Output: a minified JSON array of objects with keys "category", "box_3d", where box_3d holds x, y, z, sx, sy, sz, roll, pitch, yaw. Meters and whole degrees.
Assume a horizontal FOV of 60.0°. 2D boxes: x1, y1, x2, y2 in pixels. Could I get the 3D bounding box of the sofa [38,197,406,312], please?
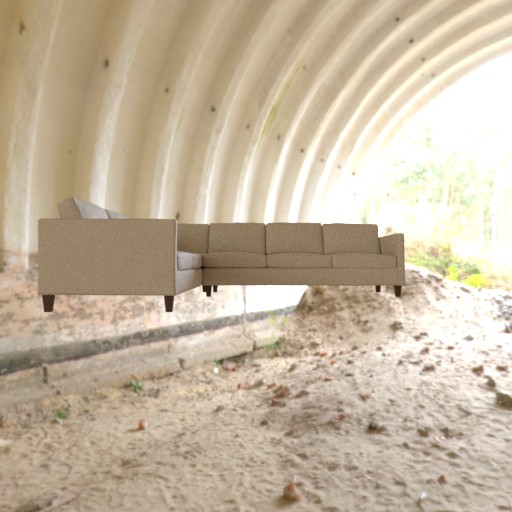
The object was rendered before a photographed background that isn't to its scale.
[{"category":"sofa","box_3d":[0.000,0.000,4.415,3.182,0.863,2.432,0,-1,0]}]
